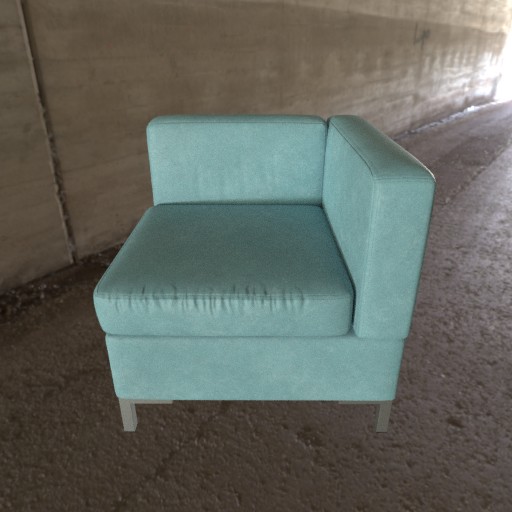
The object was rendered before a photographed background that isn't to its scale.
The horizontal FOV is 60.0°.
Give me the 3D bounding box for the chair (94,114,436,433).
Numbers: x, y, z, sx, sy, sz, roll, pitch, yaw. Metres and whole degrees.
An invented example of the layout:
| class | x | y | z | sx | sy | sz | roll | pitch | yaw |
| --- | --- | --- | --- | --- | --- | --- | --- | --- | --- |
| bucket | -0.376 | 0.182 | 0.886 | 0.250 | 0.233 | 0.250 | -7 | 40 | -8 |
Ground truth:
| class | x | y | z | sx | sy | sz | roll | pitch | yaw |
| --- | --- | --- | --- | --- | --- | --- | --- | --- | --- |
| chair | 0.000 | 0.000 | 1.206 | 0.680 | 0.660 | 0.680 | 0 | 26 | 0 |
